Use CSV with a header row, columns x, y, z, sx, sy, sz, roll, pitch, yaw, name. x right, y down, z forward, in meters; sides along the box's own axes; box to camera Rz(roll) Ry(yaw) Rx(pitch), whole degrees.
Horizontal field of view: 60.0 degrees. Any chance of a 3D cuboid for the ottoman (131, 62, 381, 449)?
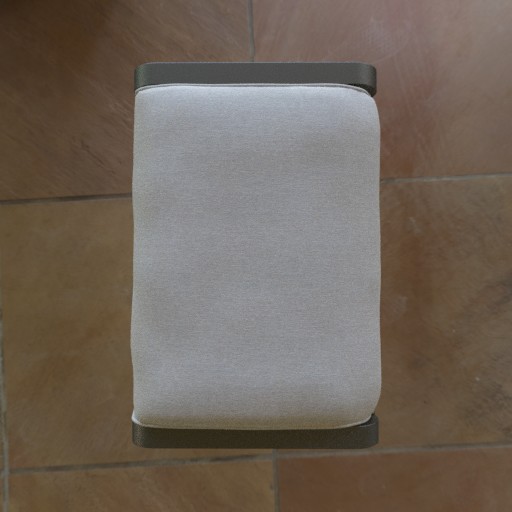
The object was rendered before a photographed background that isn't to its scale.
x,y,z,sx,sy,sz,roll,pitch,yaw,name
0.000,0.000,0.870,0.406,0.422,0.610,0,89,0,ottoman
